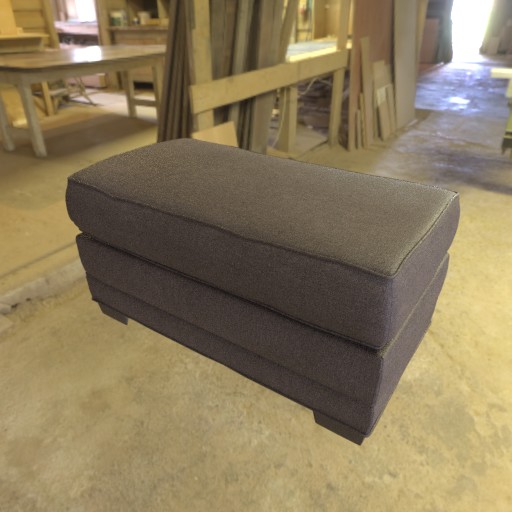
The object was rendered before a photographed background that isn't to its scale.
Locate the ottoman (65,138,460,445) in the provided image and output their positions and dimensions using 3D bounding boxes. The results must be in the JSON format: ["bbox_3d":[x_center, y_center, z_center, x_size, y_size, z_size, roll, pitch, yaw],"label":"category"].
[{"bbox_3d":[0.000,0.000,1.140,0.864,0.448,0.490,18,34,29],"label":"ottoman"}]
